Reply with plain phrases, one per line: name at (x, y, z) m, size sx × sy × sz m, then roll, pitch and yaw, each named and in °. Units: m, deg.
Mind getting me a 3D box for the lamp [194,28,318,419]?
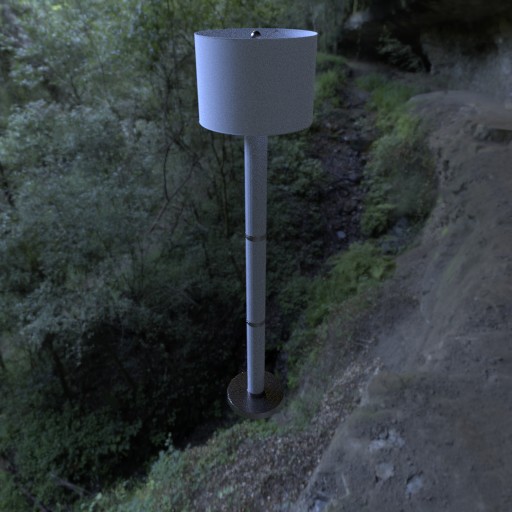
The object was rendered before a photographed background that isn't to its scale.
lamp at (0.000, 0.000, 1.761) m, size 0.377 × 1.599 × 0.377 m, roll -21°, pitch 37°, yaw -31°
